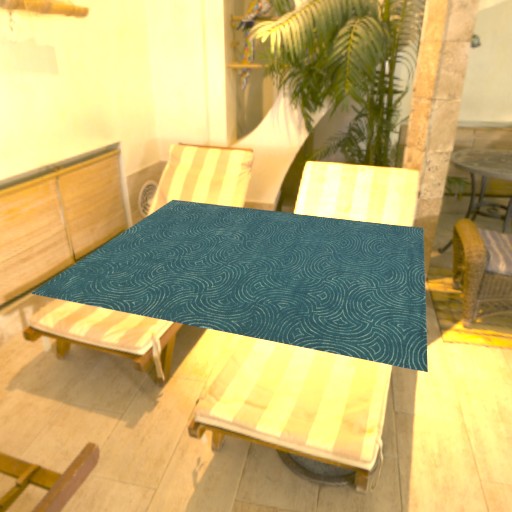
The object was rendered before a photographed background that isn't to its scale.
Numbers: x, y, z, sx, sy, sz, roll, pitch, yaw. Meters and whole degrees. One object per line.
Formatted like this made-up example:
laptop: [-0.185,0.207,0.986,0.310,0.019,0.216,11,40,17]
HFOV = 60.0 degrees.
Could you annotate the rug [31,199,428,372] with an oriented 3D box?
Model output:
rug: [0.000,0.000,4.200,3.033,0.012,2.432,8,27,16]
